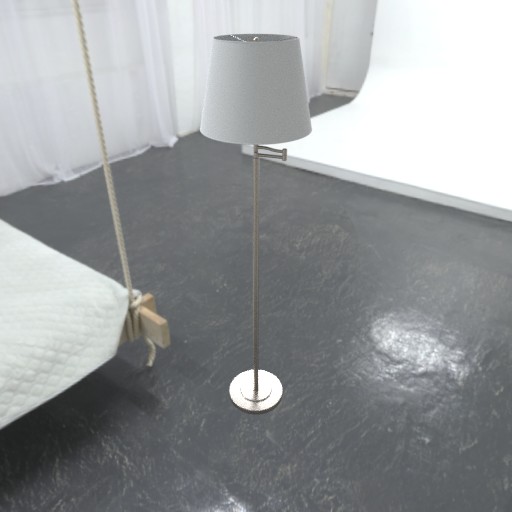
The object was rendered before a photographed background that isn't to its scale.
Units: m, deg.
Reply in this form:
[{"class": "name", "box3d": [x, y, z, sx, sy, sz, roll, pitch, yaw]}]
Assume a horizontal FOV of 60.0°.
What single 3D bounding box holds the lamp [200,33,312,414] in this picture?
[{"class": "lamp", "box3d": [0.000, 0.000, 1.660, 0.355, 1.473, 0.355, 0, 31, 0]}]
